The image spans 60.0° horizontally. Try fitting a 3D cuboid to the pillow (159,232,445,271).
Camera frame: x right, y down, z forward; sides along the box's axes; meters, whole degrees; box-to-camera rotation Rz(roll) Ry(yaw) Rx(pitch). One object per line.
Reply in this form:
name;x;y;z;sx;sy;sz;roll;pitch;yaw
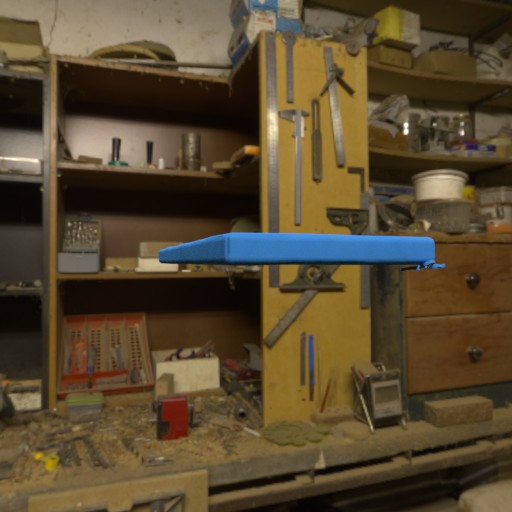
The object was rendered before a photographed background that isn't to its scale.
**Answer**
pillow;0.000;0.000;1.397;0.492;0.081;1.187;0;-1;-18
